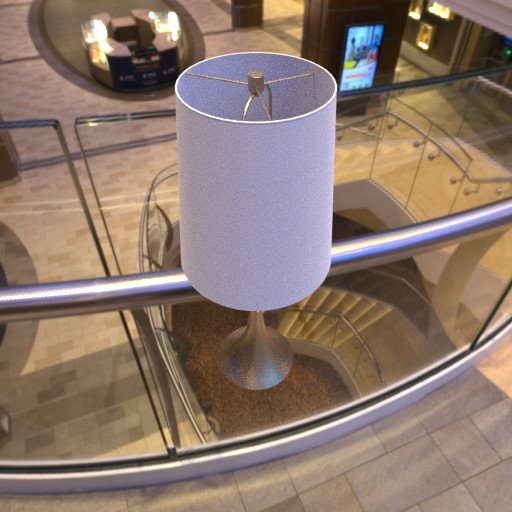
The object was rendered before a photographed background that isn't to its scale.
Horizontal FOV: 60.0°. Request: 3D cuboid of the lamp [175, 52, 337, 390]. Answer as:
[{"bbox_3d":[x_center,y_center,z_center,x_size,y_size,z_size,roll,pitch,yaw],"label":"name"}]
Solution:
[{"bbox_3d":[0.000,0.000,0.692,0.231,0.569,0.231,0,45,0],"label":"lamp"}]
